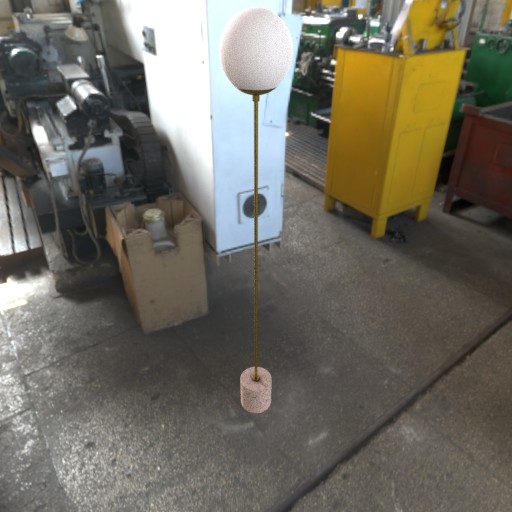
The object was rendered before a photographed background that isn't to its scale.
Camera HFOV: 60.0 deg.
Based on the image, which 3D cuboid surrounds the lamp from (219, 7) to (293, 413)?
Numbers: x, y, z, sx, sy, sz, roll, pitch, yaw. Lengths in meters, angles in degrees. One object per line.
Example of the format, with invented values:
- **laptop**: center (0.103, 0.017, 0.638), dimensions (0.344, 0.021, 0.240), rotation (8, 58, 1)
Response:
- **lamp**: center (0.000, 0.000, 1.782), dimensions (0.229, 1.748, 0.229), rotation (10, 34, 15)
